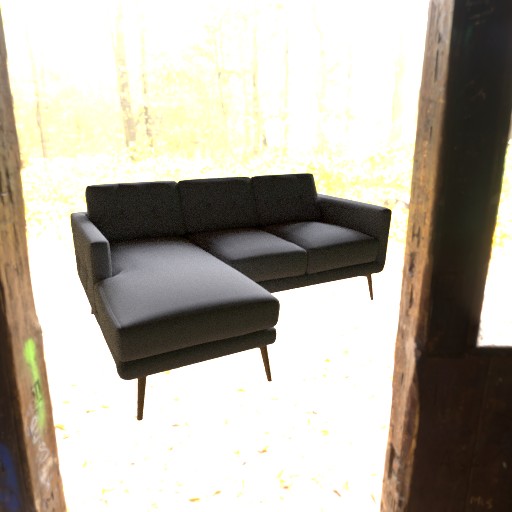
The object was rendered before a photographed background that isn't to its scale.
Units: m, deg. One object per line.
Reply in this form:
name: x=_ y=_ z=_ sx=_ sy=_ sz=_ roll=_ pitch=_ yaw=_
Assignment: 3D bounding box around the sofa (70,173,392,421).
sofa: x=0.000 y=0.000 z=2.801 sx=2.040 sy=0.860 sz=1.530 roll=-8 pitch=18 yaw=-27
